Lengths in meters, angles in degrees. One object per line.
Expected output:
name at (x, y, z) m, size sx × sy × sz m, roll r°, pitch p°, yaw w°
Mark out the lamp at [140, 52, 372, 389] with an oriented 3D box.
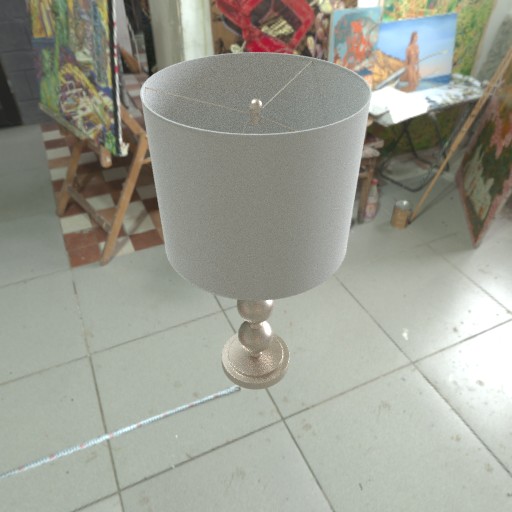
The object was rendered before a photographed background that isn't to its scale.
lamp at (0.000, 0.000, 0.708) m, size 0.277 × 0.538 × 0.277 m, roll 25°, pitch 46°, yaw 27°
